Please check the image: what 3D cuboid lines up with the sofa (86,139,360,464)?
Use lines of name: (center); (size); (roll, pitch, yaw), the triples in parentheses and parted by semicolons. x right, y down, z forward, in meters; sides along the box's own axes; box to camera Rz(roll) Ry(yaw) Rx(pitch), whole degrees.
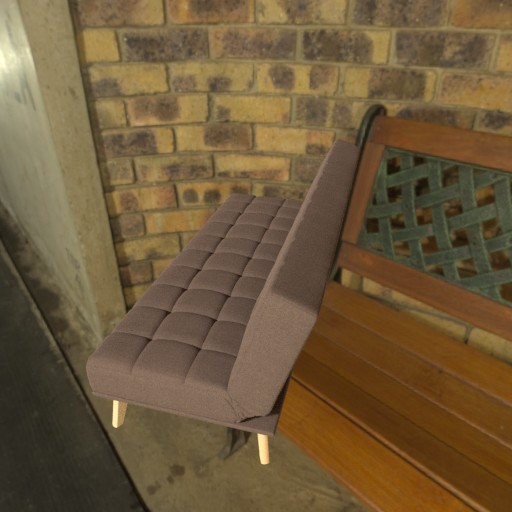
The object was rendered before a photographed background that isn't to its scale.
sofa: (0.000, 0.000, 2.281); (0.860, 0.810, 1.800); (8, 31, 13)
